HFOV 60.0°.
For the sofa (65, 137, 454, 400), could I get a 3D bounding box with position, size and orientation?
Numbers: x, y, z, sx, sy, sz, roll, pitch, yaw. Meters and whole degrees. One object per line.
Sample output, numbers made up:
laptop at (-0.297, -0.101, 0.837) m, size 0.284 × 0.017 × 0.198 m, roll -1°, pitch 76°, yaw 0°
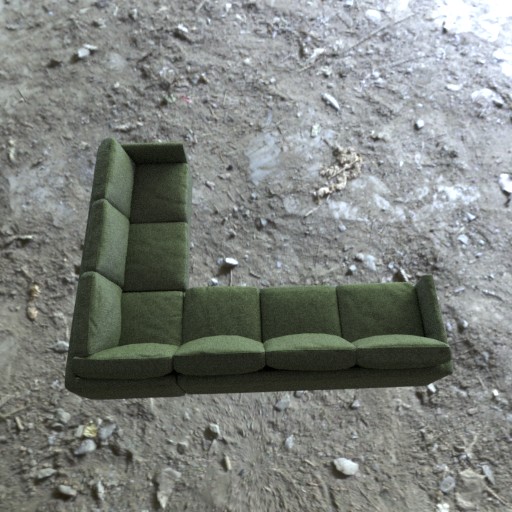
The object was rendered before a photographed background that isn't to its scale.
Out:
sofa at (0.000, 0.000, 4.442) m, size 3.302 × 0.947 × 2.593 m, roll -2°, pitch 65°, yaw -1°
